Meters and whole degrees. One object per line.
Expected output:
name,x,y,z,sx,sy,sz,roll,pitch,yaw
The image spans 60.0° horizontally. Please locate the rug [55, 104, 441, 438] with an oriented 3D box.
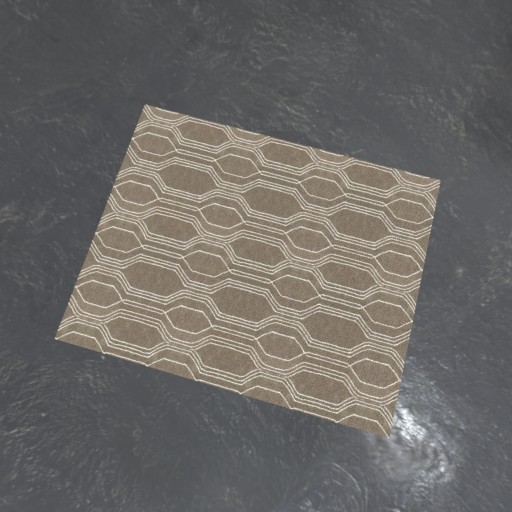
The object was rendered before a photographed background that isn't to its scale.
rug,0.000,0.000,4.160,3.062,0.012,2.457,15,77,4
